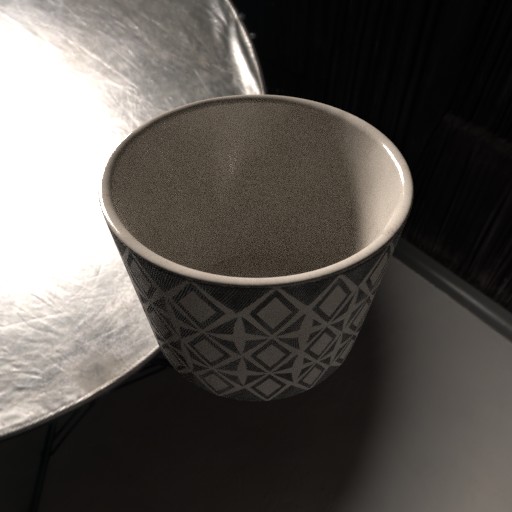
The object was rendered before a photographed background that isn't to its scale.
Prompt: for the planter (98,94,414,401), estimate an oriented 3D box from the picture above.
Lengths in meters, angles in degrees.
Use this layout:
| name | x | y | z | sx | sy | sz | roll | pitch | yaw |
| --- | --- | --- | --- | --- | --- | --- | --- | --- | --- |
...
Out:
| name | x | y | z | sx | sy | sz | roll | pitch | yaw |
| --- | --- | --- | --- | --- | --- | --- | --- | --- | --- |
| planter | 0.000 | 0.000 | 0.455 | 0.260 | 0.220 | 0.260 | 0 | 47 | 0 |
